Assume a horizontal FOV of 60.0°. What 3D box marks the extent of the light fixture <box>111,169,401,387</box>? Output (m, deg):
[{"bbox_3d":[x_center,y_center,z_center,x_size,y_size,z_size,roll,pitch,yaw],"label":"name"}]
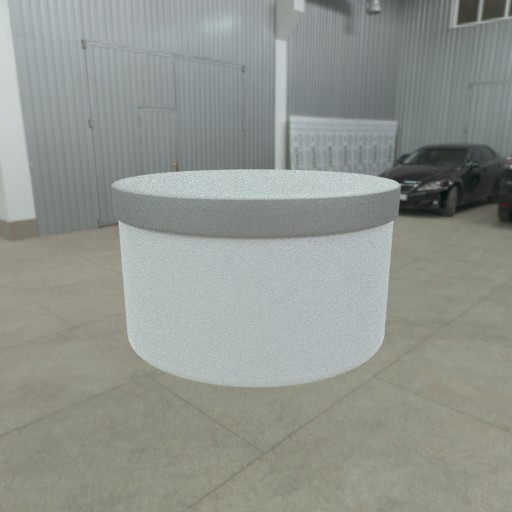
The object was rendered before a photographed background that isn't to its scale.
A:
[{"bbox_3d":[0.000,0.000,0.659,0.393,0.229,0.393,0,15,0],"label":"light fixture"}]
